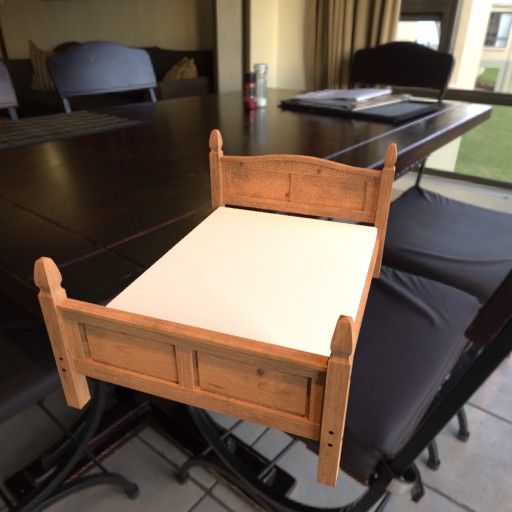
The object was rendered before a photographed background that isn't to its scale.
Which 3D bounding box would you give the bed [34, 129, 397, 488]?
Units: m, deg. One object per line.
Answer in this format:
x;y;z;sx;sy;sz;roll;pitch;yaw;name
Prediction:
0.000;0.000;2.841;1.490;1.100;2.069;9;29;17;bed
